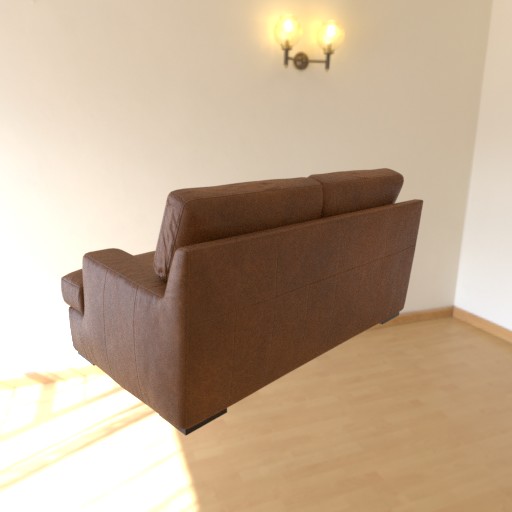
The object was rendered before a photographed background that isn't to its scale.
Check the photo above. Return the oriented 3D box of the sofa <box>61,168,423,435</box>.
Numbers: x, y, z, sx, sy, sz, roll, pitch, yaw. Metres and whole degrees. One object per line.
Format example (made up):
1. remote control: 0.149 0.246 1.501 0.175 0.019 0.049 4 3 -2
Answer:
1. sofa: 0.000 0.000 2.555 1.144 0.966 1.880 14 20 43
